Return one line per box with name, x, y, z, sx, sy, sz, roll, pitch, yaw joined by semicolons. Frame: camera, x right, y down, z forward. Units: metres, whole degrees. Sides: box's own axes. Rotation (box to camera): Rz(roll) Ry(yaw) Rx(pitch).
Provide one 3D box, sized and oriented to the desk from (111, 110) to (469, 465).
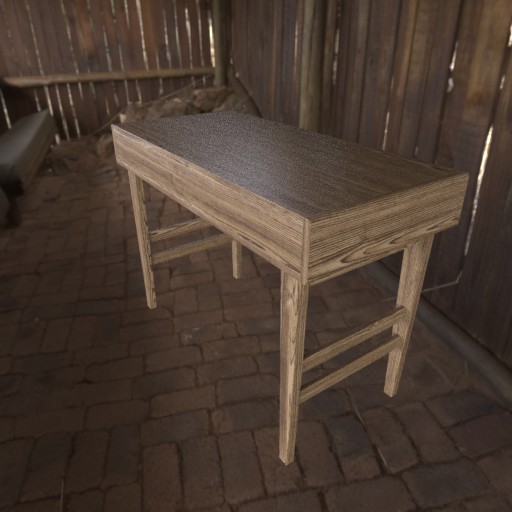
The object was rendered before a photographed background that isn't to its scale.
desk;0.000;0.000;1.492;0.508;0.755;1.067;-18;33;-31
